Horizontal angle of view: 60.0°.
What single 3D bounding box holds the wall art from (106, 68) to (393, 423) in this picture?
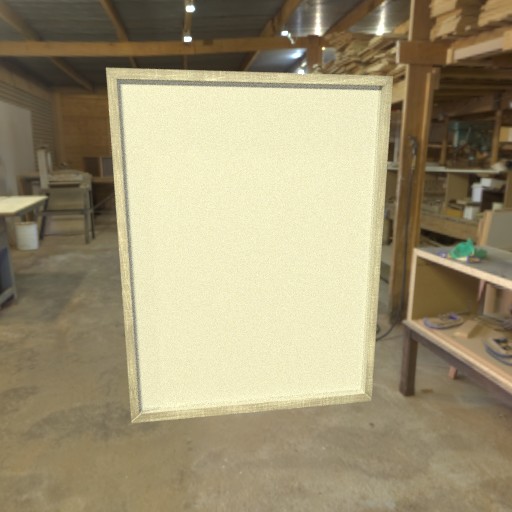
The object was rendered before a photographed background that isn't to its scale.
[{"bbox_3d":[0.000,0.000,1.321,0.781,1.022,0.035,-2,13,-9],"label":"wall art"}]
